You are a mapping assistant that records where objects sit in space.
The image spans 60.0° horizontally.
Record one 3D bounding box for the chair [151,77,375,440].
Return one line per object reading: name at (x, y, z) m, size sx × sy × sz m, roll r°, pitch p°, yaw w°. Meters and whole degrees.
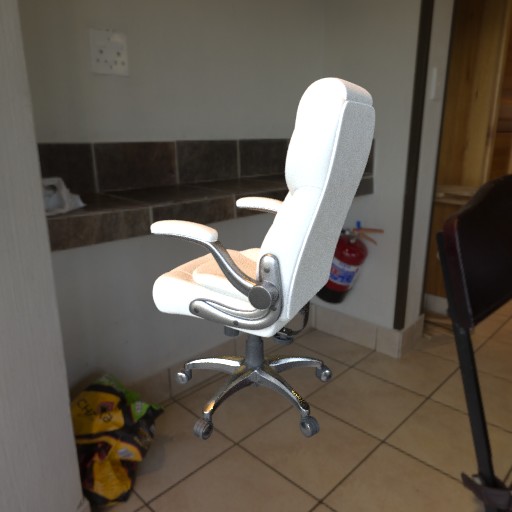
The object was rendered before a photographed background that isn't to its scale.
chair at (0.000, 0.000, 1.845) m, size 0.806 × 1.330 × 0.755 m, roll 7°, pitch 17°, yaw 25°
